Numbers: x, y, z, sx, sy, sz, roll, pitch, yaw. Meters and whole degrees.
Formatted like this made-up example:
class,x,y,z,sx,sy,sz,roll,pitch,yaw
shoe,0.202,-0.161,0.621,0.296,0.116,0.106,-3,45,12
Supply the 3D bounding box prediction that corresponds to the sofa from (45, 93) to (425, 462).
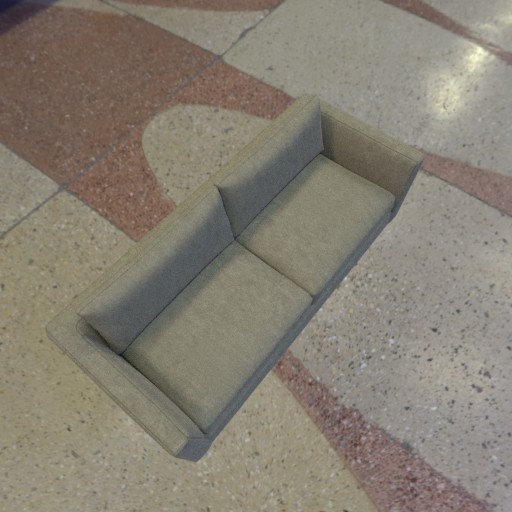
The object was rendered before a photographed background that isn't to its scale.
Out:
class,x,y,z,sx,sy,sz,roll,pitch,yaw
sofa,0.000,0.000,2.556,0.889,0.864,2.121,35,66,18
